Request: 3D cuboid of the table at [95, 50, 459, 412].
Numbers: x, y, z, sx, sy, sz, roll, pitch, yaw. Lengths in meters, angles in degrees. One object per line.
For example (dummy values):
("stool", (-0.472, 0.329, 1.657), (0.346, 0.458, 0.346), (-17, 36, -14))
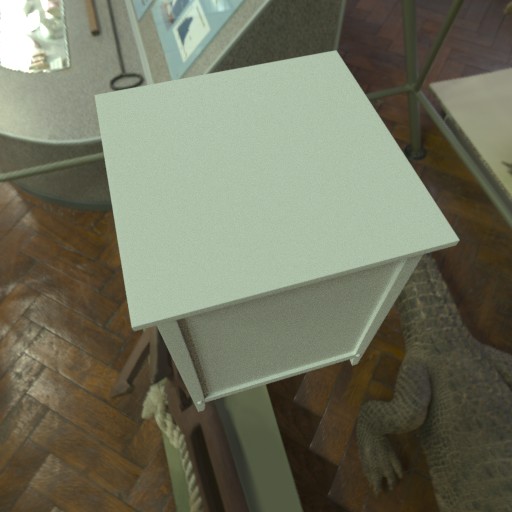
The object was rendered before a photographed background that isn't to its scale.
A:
("table", (0.000, 0.000, 0.786), (0.381, 0.483, 0.381), (-14, 59, -9))
